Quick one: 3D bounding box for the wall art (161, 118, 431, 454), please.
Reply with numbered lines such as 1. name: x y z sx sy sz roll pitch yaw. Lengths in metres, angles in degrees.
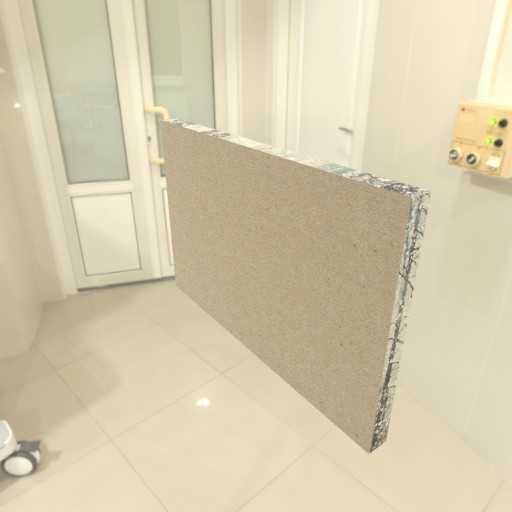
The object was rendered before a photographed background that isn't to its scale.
1. wall art: 0.000 0.000 0.800 0.042 0.398 0.618 -18 31 -32
